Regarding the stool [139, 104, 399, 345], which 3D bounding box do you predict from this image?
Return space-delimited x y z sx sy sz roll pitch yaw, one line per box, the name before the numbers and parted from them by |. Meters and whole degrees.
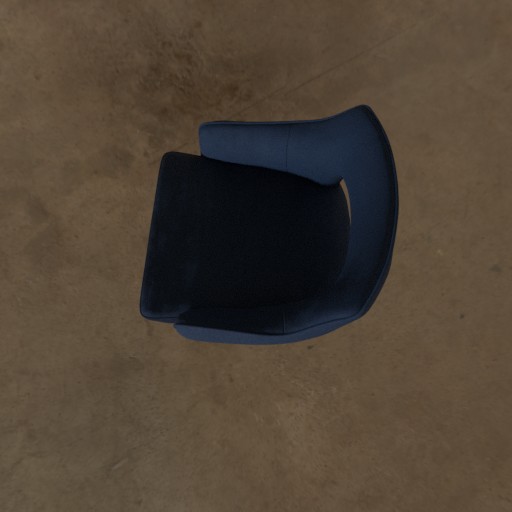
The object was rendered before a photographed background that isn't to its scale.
stool | 0.000 0.000 1.340 0.560 1.041 0.550 5 76 1
